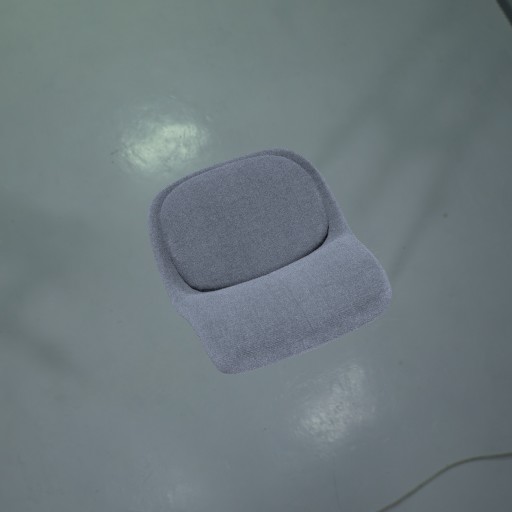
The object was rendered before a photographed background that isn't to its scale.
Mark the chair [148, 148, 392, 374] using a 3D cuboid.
[{"bbox_3d":[0.000,0.000,1.170,0.485,0.850,0.550,-21,77,-5],"label":"chair"}]
